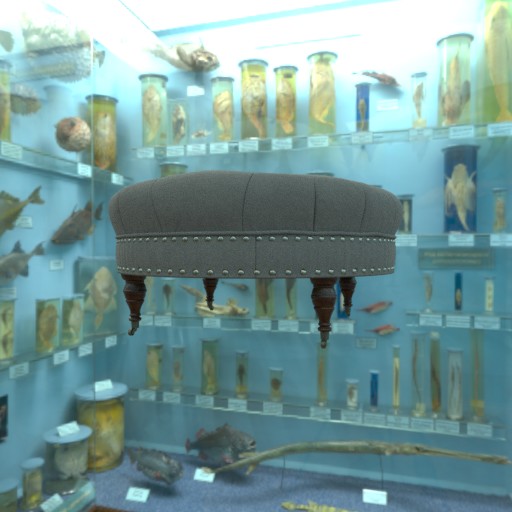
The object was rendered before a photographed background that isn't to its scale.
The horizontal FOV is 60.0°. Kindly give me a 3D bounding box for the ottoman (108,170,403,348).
[{"bbox_3d":[0.000,0.000,1.414,0.901,0.439,0.901,0,1,0],"label":"ottoman"}]
